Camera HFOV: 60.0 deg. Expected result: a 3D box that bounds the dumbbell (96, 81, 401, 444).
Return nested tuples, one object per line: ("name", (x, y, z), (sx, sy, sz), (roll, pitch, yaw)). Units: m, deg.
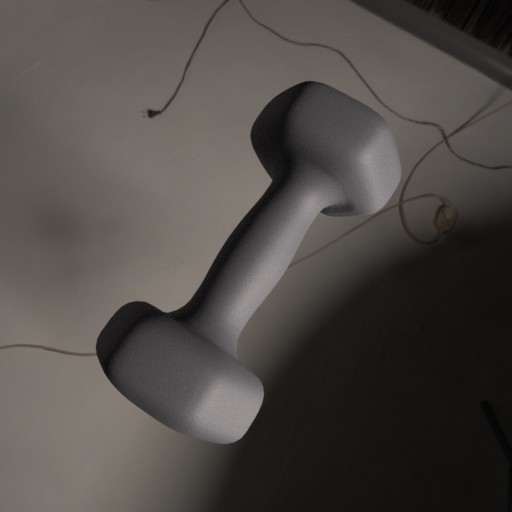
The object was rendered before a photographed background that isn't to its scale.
("dumbbell", (0.000, 0.000, 0.306), (0.116, 0.105, 0.240), (33, 78, 8))
